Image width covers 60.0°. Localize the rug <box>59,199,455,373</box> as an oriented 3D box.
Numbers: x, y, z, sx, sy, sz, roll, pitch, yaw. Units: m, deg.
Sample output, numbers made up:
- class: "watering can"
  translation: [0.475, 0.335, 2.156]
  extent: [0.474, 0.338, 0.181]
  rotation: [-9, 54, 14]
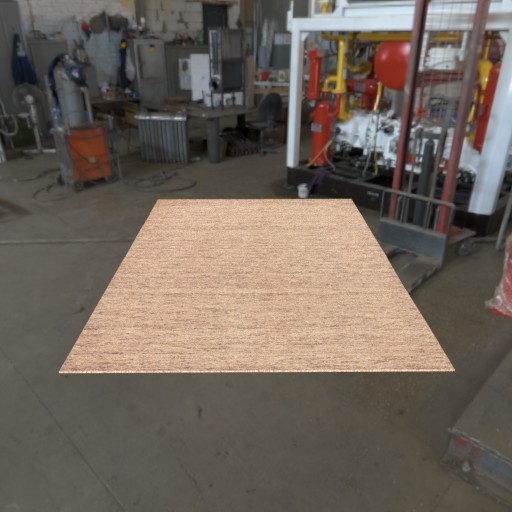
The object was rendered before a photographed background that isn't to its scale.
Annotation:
- class: "rug"
  translation: [0.000, 0.000, 4.165]
  extent: [2.448, 0.013, 3.205]
  rotation: [0, 26, 0]
